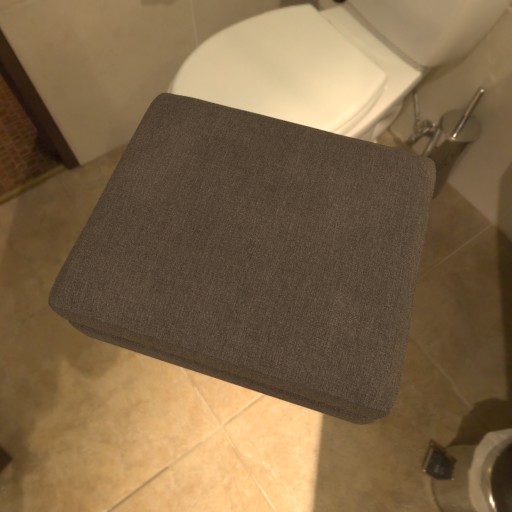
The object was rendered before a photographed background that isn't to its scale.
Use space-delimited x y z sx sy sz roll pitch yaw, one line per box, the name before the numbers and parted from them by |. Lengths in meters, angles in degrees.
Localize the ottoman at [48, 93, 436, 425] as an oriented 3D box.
ottoman | 0.000 0.000 1.256 0.821 0.474 0.693 16 66 7
